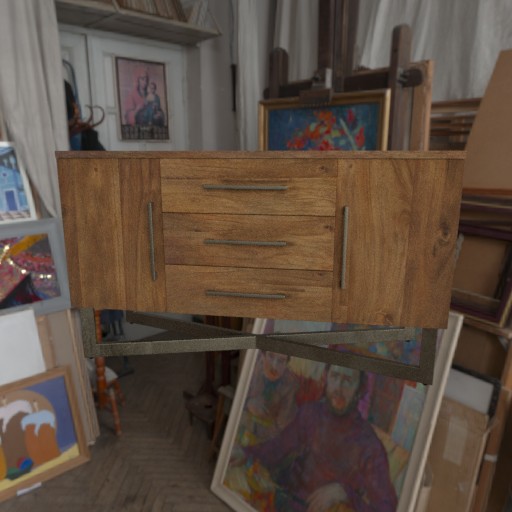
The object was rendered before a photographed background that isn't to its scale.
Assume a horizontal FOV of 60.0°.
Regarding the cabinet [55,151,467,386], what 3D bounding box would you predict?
[{"bbox_3d":[0.000,0.000,1.759,1.373,0.812,0.480,2,13,9],"label":"cabinet"}]
